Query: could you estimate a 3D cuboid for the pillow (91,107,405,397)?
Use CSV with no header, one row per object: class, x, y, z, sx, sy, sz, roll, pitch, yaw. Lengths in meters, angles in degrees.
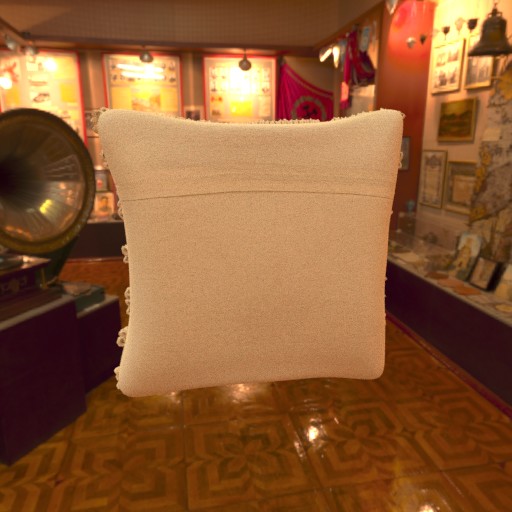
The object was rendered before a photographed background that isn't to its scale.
pillow,0.000,0.000,0.663,0.437,0.427,0.145,-2,15,-9
